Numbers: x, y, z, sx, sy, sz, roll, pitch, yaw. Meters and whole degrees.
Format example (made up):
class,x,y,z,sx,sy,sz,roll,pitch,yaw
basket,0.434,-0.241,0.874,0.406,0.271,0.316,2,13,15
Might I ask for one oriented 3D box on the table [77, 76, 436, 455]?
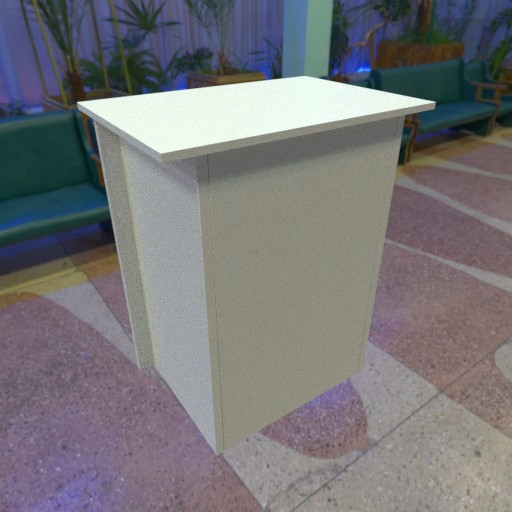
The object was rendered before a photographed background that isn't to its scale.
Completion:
class,x,y,z,sx,sy,sz,roll,pitch,yaw
table,0.000,0.000,1.062,0.589,0.711,0.406,-19,35,-29
